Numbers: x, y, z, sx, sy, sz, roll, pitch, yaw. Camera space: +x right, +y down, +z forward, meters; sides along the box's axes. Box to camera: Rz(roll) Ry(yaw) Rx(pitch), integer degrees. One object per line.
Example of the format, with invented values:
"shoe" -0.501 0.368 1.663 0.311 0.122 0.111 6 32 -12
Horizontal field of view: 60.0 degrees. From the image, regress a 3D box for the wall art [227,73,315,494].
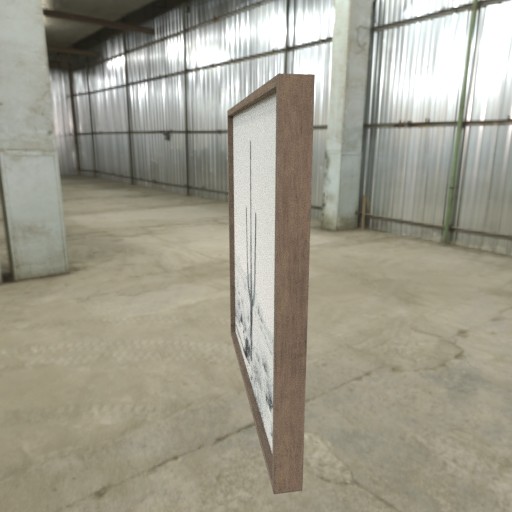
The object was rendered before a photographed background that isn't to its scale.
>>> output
"wall art" 0.000 0.000 0.757 0.038 0.508 0.508 -2 14 -9
